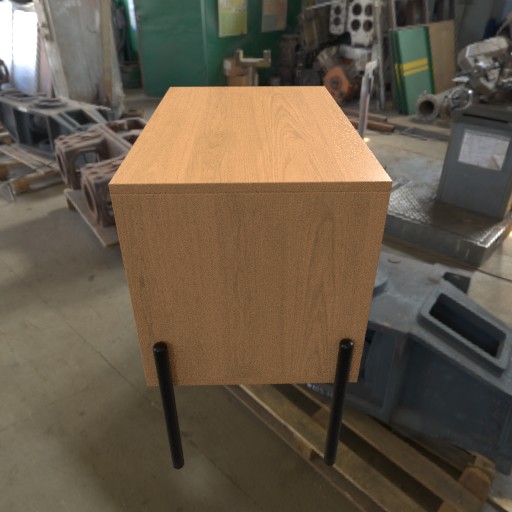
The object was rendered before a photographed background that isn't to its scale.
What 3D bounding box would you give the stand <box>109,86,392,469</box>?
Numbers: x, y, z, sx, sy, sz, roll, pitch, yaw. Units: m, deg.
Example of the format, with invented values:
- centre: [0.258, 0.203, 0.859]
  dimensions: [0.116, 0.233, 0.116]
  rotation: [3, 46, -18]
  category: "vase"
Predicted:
- centre: [0.000, 0.000, 0.988]
  dimensions: [0.400, 0.600, 0.630]
  rotation: [-1, 33, -1]
  category: "stand"
